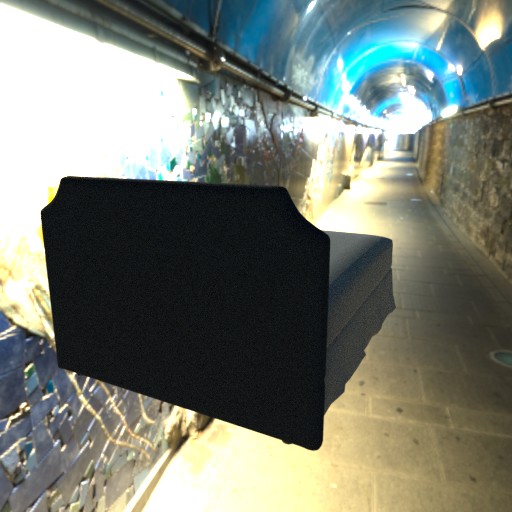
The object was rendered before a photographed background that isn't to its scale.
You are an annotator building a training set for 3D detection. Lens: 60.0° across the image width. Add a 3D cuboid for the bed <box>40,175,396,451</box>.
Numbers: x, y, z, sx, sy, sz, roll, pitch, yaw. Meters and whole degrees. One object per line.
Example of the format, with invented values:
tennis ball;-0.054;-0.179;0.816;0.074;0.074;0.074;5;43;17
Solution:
bed;0.000;0.000;3.346;1.831;1.297;2.260;7;16;26
